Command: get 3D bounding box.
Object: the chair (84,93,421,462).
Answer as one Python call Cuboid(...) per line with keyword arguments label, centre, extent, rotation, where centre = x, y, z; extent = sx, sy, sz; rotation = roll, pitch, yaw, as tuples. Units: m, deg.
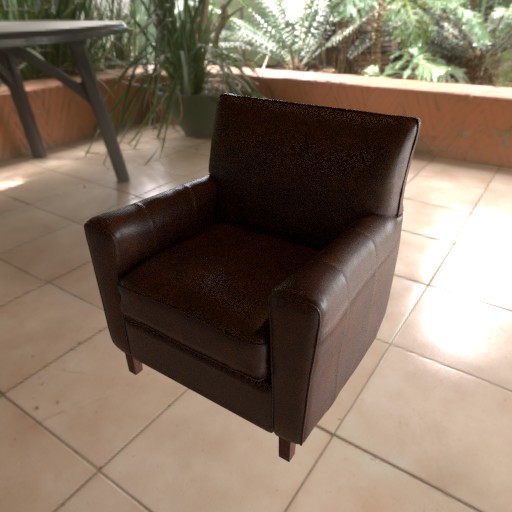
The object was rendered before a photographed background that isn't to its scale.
Cuboid(label="chair", centre=(0.000, 0.000, 1.598), extent=(0.870, 0.943, 0.823), rotation=(18, 34, 29))
